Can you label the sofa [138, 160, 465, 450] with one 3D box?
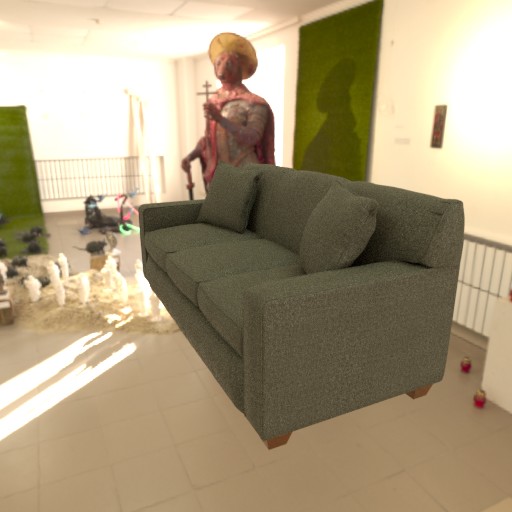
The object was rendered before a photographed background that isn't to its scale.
[{"bbox_3d":[0.000,0.000,2.581,0.997,0.958,2.024,-8,19,-25],"label":"sofa"}]
